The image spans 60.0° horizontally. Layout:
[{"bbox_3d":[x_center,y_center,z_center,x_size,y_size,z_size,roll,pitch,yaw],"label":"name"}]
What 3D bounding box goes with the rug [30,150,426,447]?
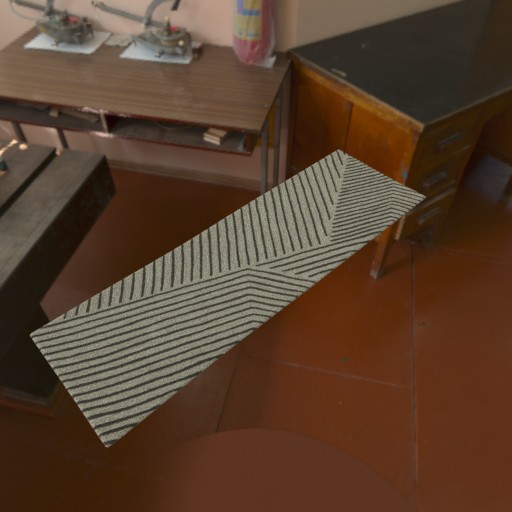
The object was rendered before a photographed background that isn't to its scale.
[{"bbox_3d":[0.000,0.000,2.631,2.439,0.020,0.773,-34,56,-28],"label":"rug"}]
